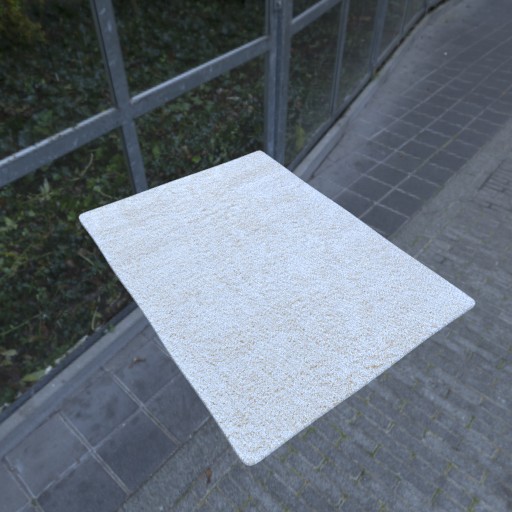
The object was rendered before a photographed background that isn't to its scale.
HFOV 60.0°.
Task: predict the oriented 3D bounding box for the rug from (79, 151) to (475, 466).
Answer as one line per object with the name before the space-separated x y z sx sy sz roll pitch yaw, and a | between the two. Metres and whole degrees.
rug | 0.000 0.000 2.136 1.200 0.027 1.600 -26 48 -25
